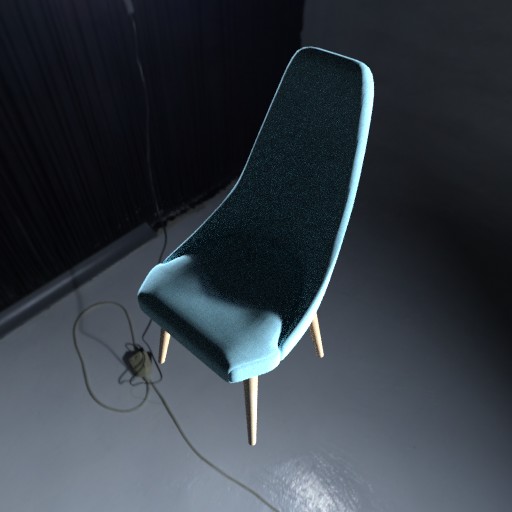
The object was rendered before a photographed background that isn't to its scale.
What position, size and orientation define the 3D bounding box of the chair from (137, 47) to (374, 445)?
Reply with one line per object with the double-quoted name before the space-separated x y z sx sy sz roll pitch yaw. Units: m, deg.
"chair" 0.000 0.000 1.372 0.510 1.040 0.660 32 54 28
